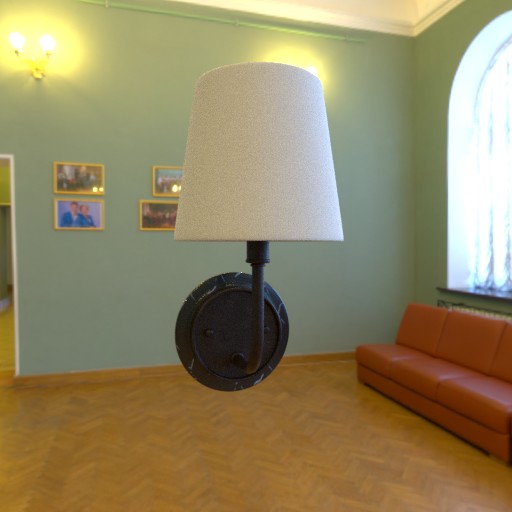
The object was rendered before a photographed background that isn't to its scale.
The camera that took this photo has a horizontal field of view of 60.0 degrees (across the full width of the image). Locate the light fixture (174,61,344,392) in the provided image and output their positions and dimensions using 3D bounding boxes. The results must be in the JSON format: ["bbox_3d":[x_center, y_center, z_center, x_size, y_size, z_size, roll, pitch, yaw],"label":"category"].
[{"bbox_3d":[0.000,0.000,0.455,0.168,0.337,0.188,0,2,-17],"label":"light fixture"}]
